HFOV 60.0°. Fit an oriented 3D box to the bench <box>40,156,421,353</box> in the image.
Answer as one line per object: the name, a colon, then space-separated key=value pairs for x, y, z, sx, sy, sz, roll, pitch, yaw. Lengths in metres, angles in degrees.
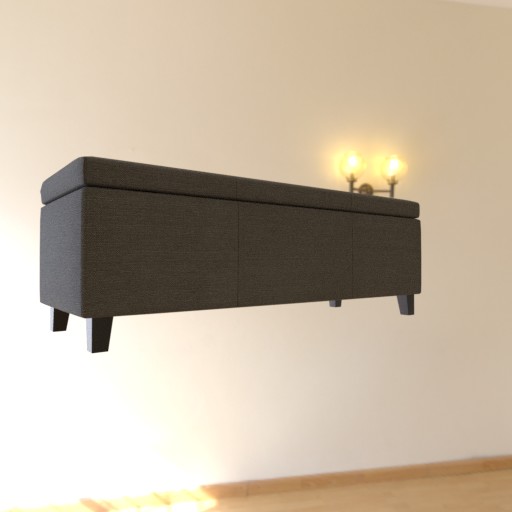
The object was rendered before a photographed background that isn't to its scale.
bench: x=0.000 y=0.000 z=1.482 sx=1.269 sy=0.438 sz=0.446 roll=1 pitch=-1 yaw=-37
